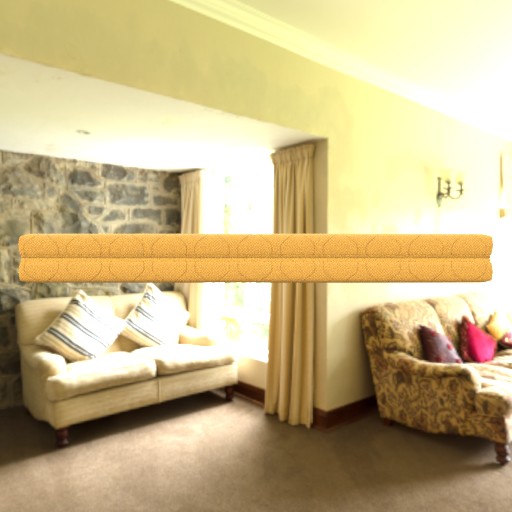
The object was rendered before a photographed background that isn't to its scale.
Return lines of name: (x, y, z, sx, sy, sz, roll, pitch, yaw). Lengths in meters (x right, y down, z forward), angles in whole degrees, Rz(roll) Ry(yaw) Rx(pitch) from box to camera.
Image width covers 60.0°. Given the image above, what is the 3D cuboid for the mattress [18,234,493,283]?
mattress: (0.000, 0.000, 2.466, 1.900, 0.200, 1.400, 0, 1, 0)
